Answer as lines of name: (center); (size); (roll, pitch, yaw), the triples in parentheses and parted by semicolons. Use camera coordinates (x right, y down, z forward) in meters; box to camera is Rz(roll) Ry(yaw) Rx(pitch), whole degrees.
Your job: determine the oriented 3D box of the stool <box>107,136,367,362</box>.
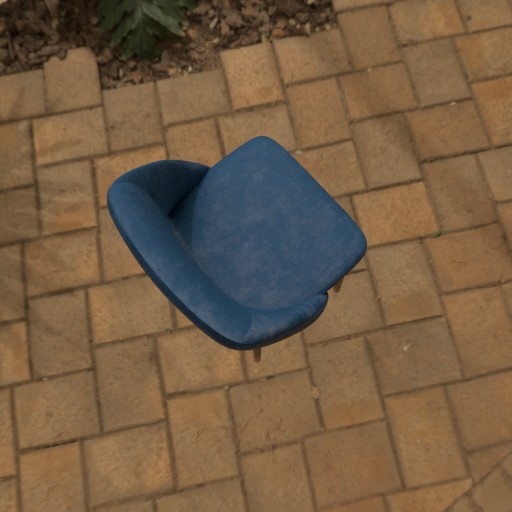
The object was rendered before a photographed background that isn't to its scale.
stool: (0.000, 0.000, 1.323); (0.515, 1.016, 0.514); (-40, 79, -9)
